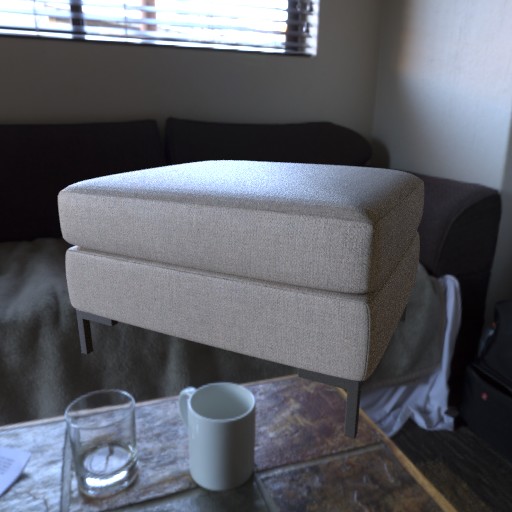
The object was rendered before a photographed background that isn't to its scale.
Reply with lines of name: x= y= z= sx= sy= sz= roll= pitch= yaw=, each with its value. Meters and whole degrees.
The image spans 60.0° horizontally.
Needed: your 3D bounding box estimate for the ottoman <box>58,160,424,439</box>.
ottoman: x=0.000 y=0.000 z=1.250 sx=0.820 sy=0.490 sz=0.671 roll=9 pitch=19 yaw=25
